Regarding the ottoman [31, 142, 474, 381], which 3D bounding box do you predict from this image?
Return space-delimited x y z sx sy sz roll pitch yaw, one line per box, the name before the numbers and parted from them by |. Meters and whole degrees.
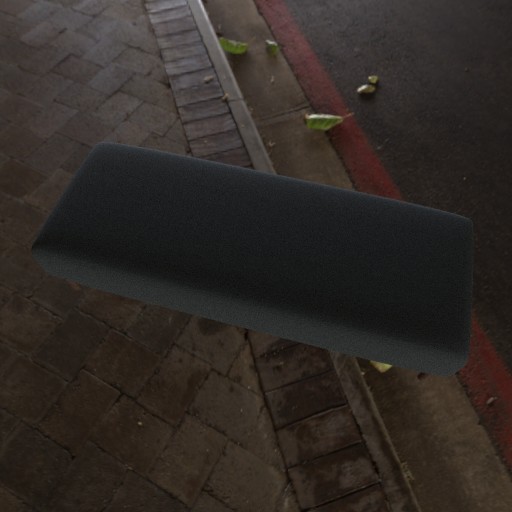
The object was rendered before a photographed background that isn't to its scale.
ottoman | 0.000 0.000 1.834 1.609 0.393 0.646 13 60 8
